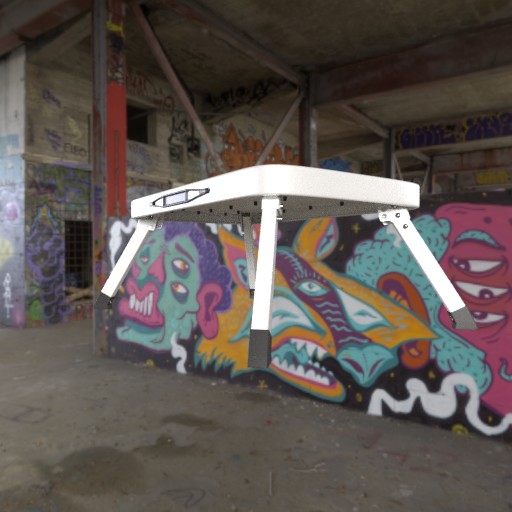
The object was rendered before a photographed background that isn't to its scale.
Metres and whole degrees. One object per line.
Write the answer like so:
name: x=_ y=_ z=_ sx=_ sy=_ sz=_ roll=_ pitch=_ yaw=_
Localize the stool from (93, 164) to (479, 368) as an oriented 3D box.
stool: x=0.000 y=0.000 z=0.609 sx=0.320 sy=0.170 sz=0.460 roll=0 pitch=0 yaw=-35
